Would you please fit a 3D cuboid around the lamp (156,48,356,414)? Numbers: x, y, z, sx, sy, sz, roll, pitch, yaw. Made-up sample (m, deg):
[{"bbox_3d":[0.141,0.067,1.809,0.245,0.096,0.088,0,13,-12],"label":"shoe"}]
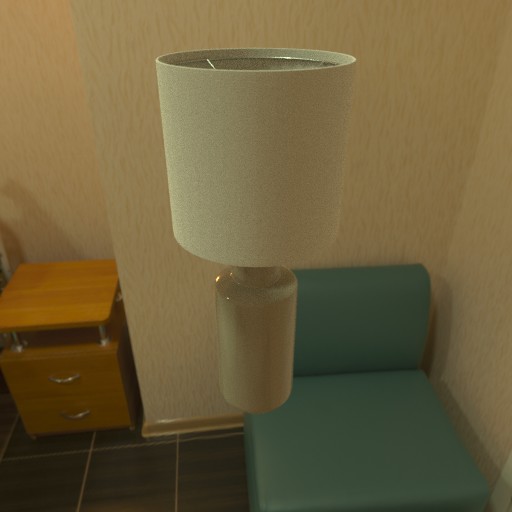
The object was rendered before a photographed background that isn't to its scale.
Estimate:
[{"bbox_3d":[0.000,0.000,0.599,0.212,0.493,0.212,-20,36,-31],"label":"lamp"}]
